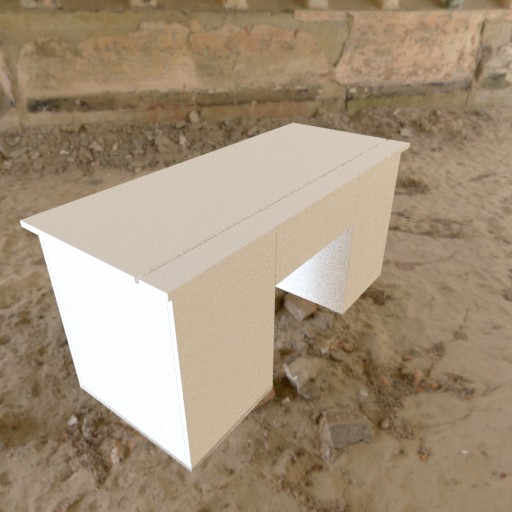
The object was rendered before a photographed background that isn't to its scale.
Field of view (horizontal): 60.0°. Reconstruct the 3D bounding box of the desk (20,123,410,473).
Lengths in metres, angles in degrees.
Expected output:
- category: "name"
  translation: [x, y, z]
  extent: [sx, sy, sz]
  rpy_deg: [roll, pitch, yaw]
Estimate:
- category: "desk"
  translation: [0.000, 0.000, 1.955]
  extent: [0.670, 0.760, 1.580]
  rpy_deg: [21, 36, 31]
